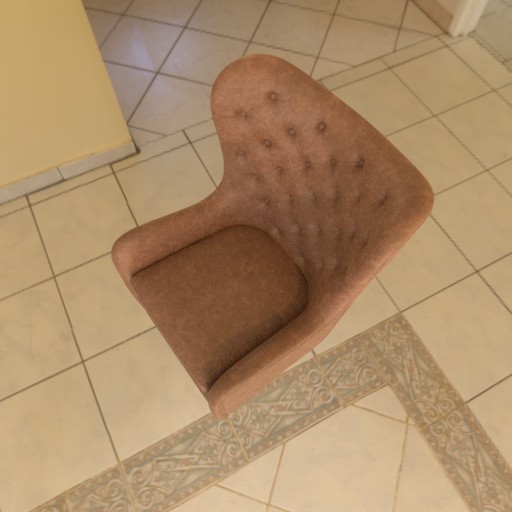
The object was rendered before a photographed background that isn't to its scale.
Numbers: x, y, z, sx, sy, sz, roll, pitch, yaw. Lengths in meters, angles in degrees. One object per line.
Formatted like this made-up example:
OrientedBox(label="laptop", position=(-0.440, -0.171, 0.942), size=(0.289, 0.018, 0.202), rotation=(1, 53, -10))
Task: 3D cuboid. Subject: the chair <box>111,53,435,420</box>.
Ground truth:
OrientedBox(label="chair", position=(0.000, 0.000, 1.732), size=(0.930, 1.079, 0.831), rotation=(-34, 67, -16))
